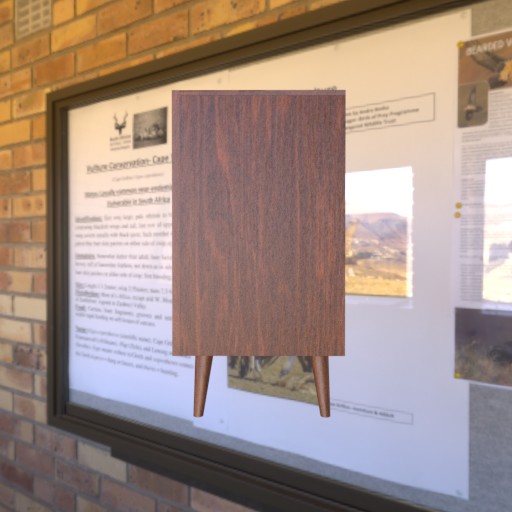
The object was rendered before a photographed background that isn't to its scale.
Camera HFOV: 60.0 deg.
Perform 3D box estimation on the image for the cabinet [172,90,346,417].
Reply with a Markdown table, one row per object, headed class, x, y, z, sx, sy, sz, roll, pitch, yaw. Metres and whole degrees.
| class | x | y | z | sx | sy | sz | roll | pitch | yaw |
| --- | --- | --- | --- | --- | --- | --- | --- | --- | --- |
| cabinet | 0.000 | 0.000 | 2.023 | 0.505 | 0.940 | 1.575 | 0 | 1 | 0 |
